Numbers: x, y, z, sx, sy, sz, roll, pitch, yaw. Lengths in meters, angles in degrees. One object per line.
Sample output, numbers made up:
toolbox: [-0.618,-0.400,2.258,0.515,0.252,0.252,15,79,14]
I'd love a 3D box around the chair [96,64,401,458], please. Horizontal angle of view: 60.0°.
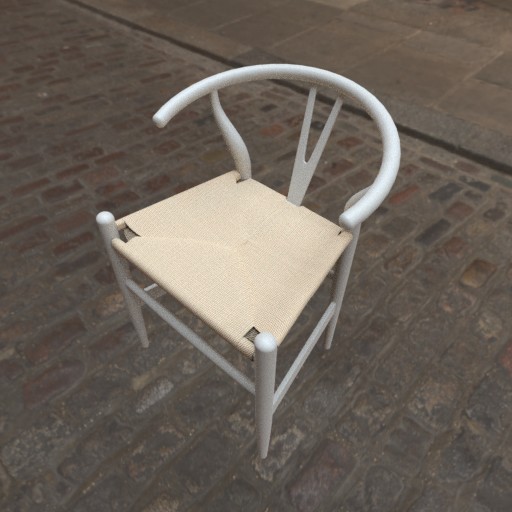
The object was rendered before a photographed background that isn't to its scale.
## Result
chair: [0.000,0.000,1.067,0.533,0.736,0.500,33,54,28]
